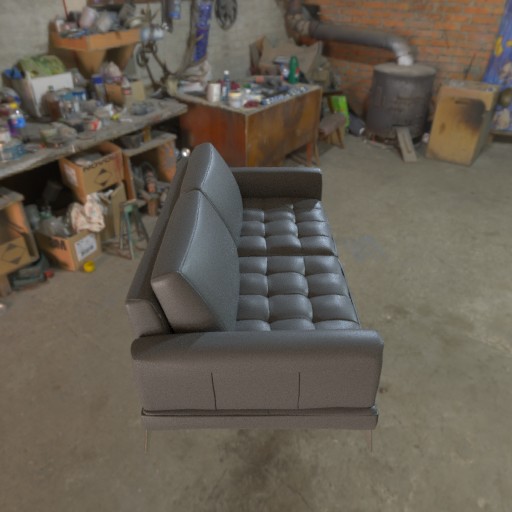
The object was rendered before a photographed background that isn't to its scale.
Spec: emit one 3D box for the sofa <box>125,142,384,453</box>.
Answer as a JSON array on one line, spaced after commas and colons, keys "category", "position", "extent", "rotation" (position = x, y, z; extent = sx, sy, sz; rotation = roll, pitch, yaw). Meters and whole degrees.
[{"category": "sofa", "position": [0.000, 0.000, 2.781], "extent": [1.121, 0.930, 2.177], "rotation": [0, 32, 0]}]
